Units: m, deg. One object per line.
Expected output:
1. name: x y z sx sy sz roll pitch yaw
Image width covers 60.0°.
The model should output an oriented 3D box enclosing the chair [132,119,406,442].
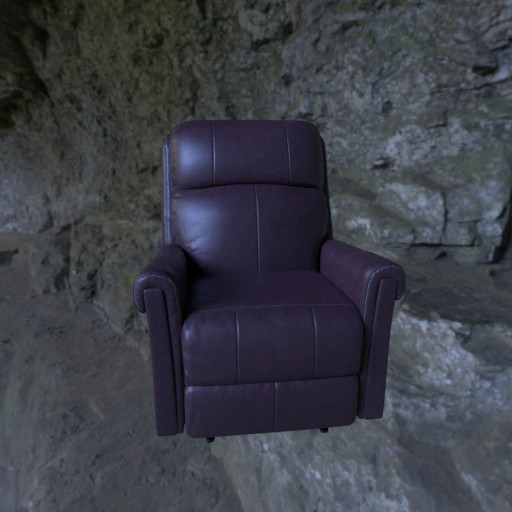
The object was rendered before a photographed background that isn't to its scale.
1. chair: 0.000 0.000 1.769 0.838 1.054 1.014 -2 16 -7
